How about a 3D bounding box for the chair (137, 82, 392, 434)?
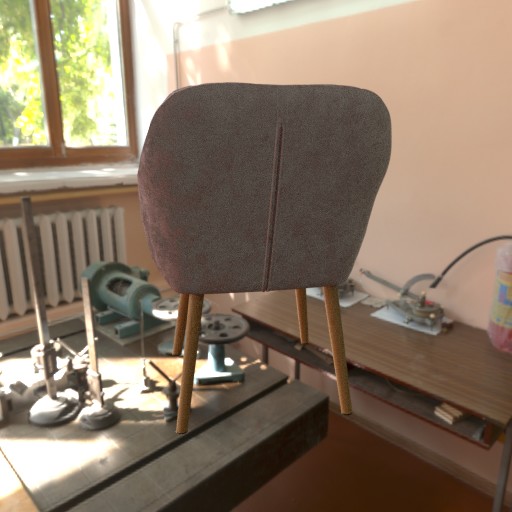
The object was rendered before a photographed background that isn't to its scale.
[{"bbox_3d":[0.000,0.000,1.218,0.610,0.832,0.570,-3,15,-10],"label":"chair"}]
